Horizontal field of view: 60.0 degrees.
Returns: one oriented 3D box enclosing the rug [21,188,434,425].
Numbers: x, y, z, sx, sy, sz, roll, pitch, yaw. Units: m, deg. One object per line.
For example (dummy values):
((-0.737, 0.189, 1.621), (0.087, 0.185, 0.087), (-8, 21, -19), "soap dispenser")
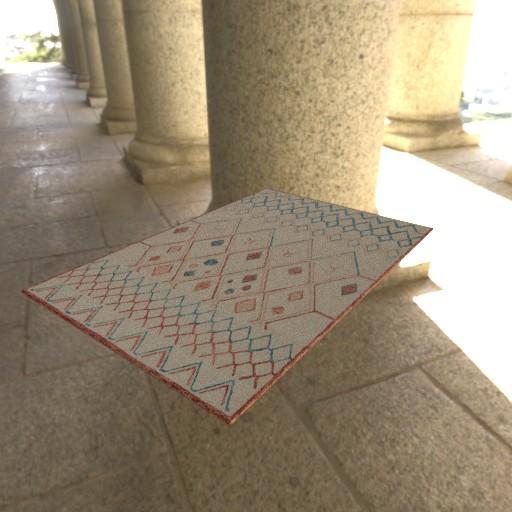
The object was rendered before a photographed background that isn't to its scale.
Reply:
((0.000, 0.000, 2.275), (1.219, 0.016, 1.829), (19, 33, 33), "rug")
